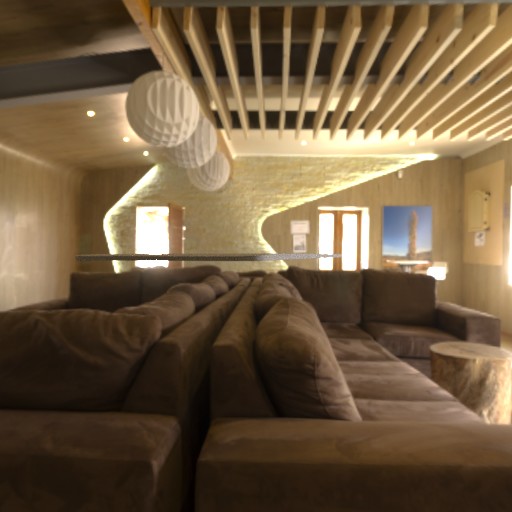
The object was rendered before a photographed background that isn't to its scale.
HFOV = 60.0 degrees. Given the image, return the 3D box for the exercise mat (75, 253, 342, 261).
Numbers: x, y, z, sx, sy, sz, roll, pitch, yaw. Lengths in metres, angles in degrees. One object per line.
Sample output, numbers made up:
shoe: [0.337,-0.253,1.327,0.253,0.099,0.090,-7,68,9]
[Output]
exercise mat: [0.000,0.000,2.148,0.616,0.021,1.884,0,0,18]
